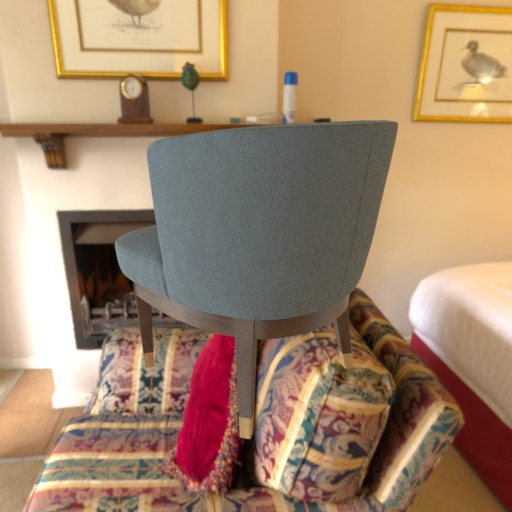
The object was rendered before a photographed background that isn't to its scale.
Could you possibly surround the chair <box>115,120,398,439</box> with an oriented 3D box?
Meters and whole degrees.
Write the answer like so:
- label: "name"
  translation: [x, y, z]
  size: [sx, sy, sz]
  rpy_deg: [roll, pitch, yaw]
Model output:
- label: "chair"
  translation: [0.000, 0.000, 1.279]
  size: [0.661, 0.760, 0.702]
  rpy_deg: [-17, 25, -42]
